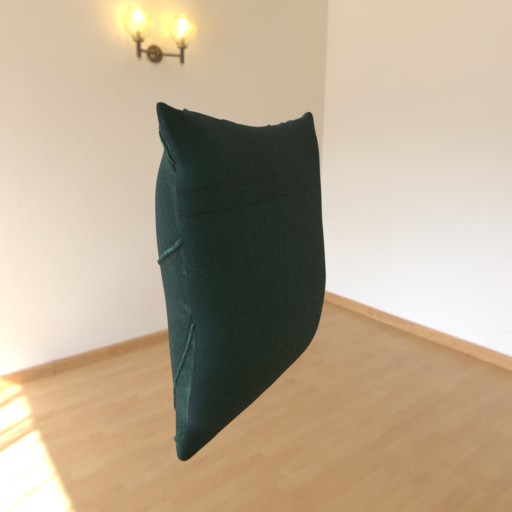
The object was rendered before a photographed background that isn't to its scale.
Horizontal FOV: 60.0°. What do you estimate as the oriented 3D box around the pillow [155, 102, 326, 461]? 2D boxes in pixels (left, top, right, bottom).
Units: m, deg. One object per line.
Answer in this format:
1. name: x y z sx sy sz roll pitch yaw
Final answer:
1. pillow: 0.000 0.000 0.685 0.184 0.440 0.439 8 17 26
